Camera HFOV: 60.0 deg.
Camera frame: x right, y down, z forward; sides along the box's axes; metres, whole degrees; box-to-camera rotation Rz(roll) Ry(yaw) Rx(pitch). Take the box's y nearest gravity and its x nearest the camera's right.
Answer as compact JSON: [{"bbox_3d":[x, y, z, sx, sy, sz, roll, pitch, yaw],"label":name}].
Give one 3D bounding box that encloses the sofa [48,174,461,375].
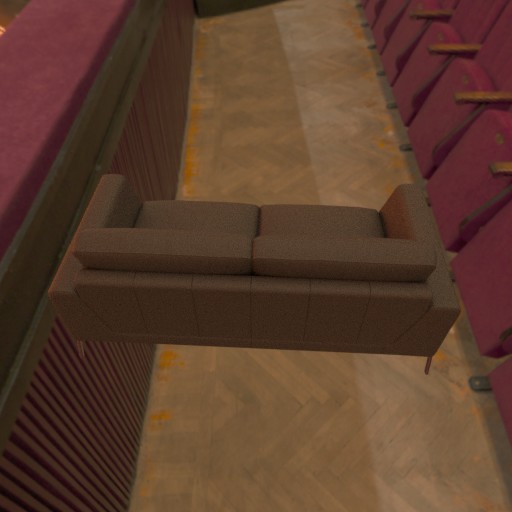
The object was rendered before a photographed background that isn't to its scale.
[{"bbox_3d":[0.000,0.000,2.562,2.017,0.875,0.953,2,47,2],"label":"sofa"}]
